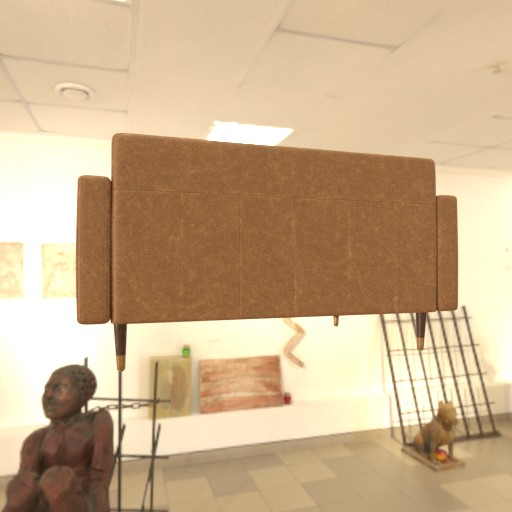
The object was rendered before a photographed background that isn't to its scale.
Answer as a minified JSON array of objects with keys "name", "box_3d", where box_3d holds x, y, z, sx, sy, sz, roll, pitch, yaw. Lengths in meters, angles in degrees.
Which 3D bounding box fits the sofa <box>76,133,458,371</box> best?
[{"name":"sofa","box_3d":[0.000,0.000,2.114,1.549,0.820,0.960,0,-1,-17]}]
